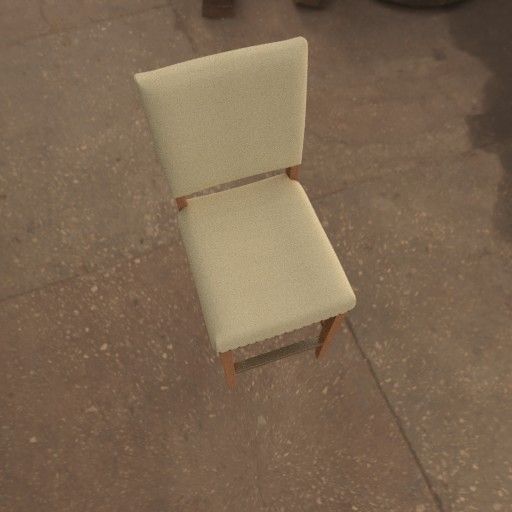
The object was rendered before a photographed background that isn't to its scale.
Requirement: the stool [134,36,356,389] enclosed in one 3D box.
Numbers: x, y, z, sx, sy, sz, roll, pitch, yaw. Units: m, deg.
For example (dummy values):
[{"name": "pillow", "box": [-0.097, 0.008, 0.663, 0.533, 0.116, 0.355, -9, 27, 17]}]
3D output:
[{"name": "stool", "box": [0.000, 0.000, 1.483, 0.445, 1.168, 0.584, -17, 65, -8]}]
